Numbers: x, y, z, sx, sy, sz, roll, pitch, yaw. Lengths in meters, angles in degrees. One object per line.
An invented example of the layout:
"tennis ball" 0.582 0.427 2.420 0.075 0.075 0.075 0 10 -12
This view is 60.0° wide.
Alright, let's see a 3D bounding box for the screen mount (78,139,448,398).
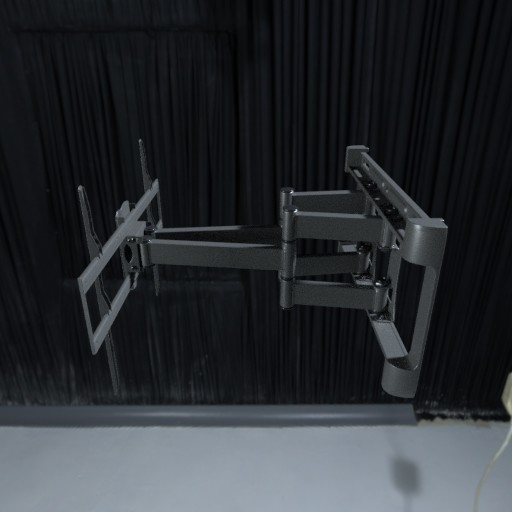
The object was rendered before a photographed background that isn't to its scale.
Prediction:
"screen mount" 0.000 0.000 1.109 0.644 0.491 0.661 0 25 0
